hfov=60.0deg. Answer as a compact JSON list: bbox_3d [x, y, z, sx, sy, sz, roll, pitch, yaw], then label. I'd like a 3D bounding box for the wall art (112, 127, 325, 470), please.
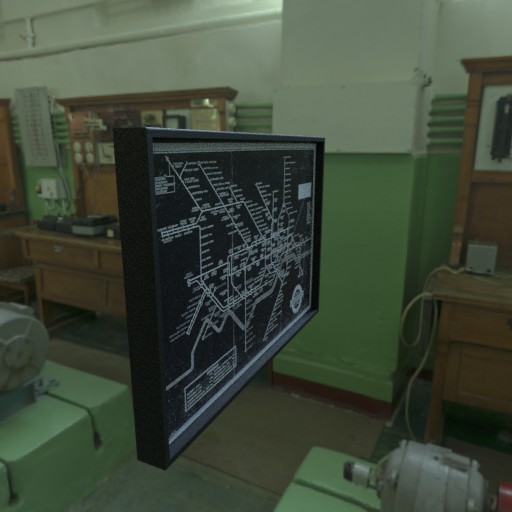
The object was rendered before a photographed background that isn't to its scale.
[{"bbox_3d":[0.000,0.000,0.860,0.051,0.456,0.671,7,15,25],"label":"wall art"}]
